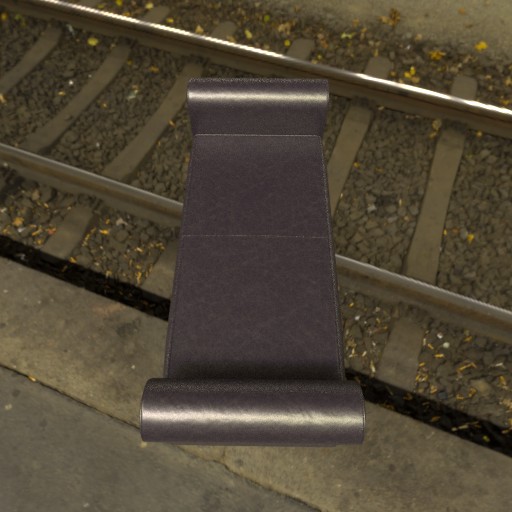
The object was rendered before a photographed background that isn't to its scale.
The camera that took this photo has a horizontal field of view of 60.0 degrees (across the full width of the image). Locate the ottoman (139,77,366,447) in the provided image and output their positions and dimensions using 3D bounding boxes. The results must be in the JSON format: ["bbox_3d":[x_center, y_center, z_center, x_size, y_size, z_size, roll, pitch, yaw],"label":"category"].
[{"bbox_3d":[0.000,0.000,1.514,0.521,0.547,1.256,1,58,0],"label":"ottoman"}]
